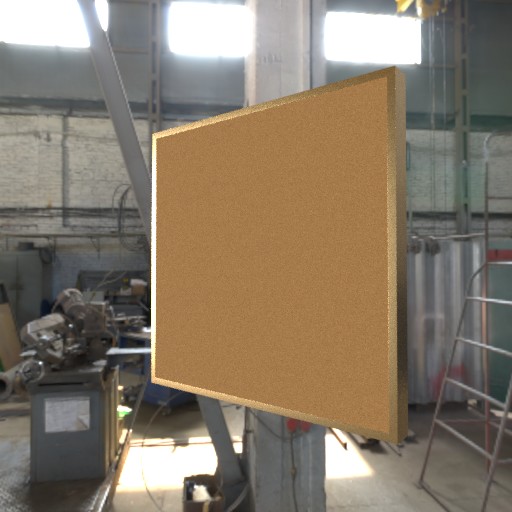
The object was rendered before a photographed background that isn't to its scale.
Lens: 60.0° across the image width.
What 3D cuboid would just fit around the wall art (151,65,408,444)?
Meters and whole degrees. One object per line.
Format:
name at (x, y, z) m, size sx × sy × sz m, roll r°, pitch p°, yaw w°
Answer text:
wall art at (0.000, 0.000, 0.767) m, size 0.509 × 0.509 × 0.040 m, roll -1°, pitch -2°, yaw 38°
